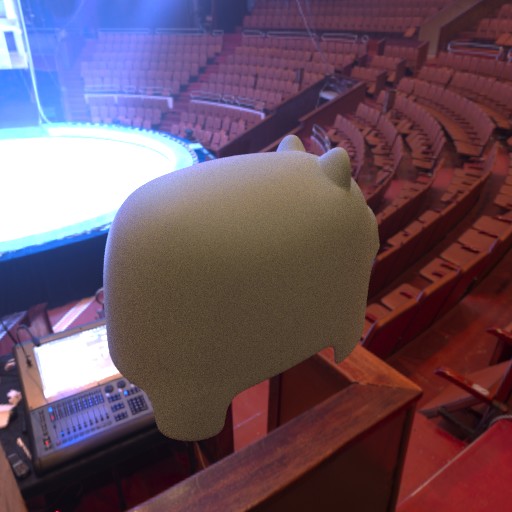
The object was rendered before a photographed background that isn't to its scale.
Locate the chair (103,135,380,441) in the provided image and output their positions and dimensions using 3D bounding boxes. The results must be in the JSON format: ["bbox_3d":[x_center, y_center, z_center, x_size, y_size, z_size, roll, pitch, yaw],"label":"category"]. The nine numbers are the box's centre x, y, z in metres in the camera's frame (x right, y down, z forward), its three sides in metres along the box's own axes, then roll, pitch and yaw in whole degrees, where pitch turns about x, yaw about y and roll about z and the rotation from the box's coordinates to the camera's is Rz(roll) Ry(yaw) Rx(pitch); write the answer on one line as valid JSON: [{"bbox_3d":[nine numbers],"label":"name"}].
[{"bbox_3d":[0.000,0.000,0.893,0.619,0.423,0.364,-18,32,-31],"label":"chair"}]
